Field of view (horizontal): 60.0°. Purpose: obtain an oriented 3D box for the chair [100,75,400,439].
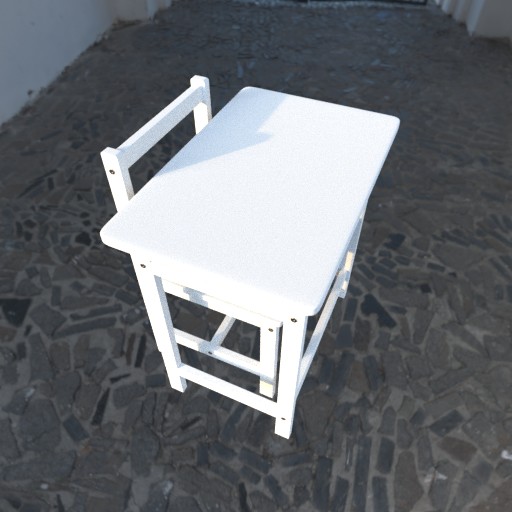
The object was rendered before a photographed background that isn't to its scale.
[{"bbox_3d":[0.000,0.000,1.082,0.461,0.673,0.599,18,49,16],"label":"chair"}]
